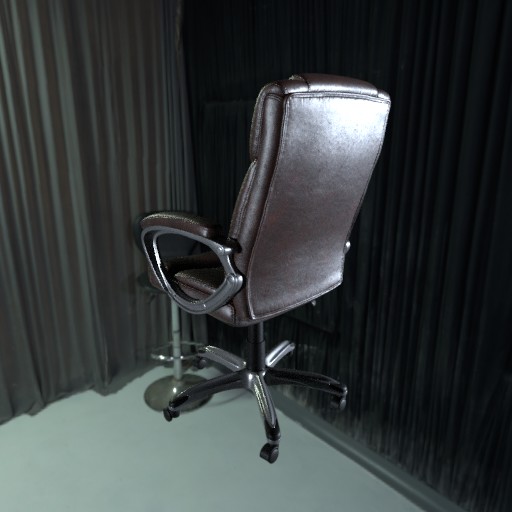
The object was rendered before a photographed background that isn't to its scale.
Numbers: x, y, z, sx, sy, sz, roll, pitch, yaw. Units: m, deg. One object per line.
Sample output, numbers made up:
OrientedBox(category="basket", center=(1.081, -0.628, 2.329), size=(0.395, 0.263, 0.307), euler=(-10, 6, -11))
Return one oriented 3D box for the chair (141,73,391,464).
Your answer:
OrientedBox(category="chair", center=(0.000, 0.000, 1.541), size=(0.656, 1.128, 0.692), euler=(-16, 23, -43))
